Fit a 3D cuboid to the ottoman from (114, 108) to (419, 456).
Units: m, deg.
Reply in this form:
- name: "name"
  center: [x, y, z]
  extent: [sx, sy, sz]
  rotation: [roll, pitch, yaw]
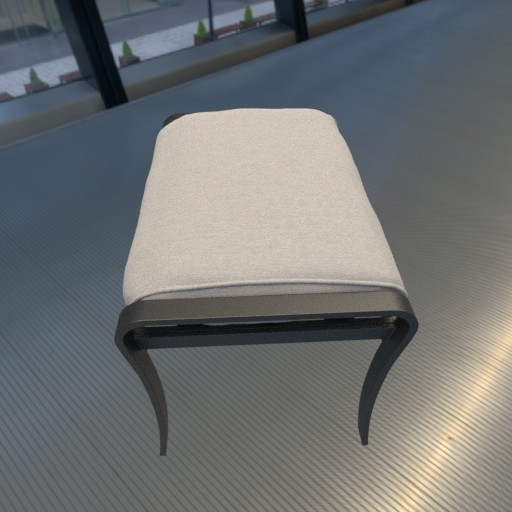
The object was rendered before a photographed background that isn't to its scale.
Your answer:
- name: "ottoman"
  center: [0.000, 0.000, 0.904]
  extent: [0.406, 0.422, 0.610]
  rotation: [-2, 42, -2]
